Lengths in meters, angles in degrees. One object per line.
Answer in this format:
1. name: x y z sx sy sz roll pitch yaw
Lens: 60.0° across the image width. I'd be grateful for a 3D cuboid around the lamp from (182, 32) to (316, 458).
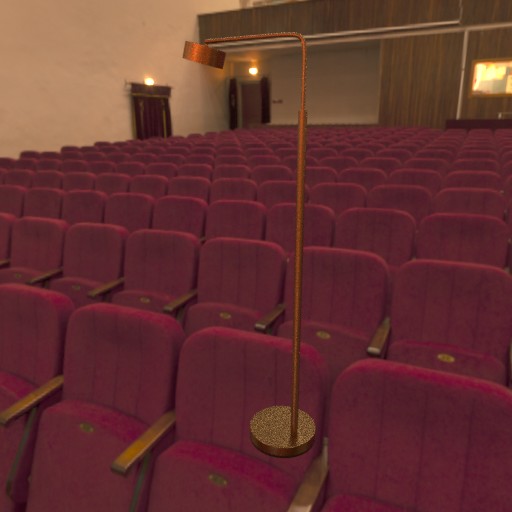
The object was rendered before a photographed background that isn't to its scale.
1. lamp: 0.000 0.000 1.364 0.418 1.230 0.219 8 18 25
